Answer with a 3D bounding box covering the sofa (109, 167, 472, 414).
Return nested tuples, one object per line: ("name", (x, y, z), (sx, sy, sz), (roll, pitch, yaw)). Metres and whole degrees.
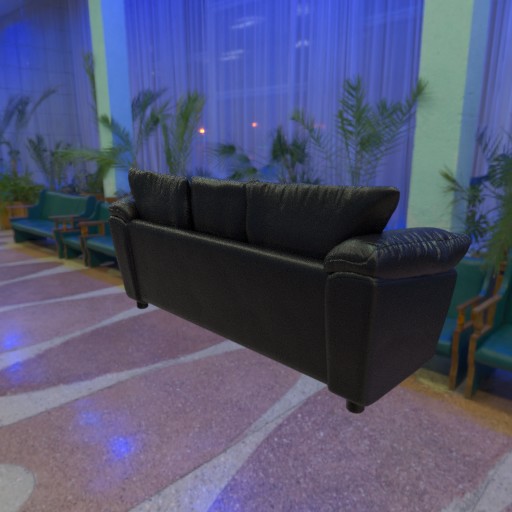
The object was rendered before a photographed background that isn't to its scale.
("sofa", (0.000, 0.000, 2.842), (0.880, 1.073, 2.336), (-13, 19, -43))
